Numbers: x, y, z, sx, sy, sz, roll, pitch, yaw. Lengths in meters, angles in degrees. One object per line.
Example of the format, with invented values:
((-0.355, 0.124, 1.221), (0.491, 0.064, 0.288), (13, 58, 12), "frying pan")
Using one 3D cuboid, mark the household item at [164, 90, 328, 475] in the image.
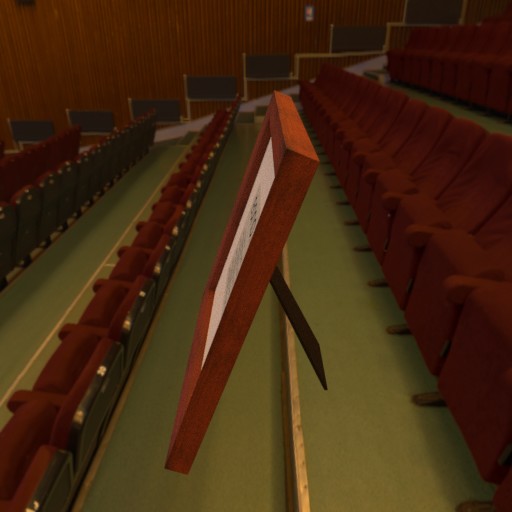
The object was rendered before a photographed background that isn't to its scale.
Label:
((0.000, 0.000, 0.378), (0.131, 0.240, 0.240), (0, 27, 1), "household item")
